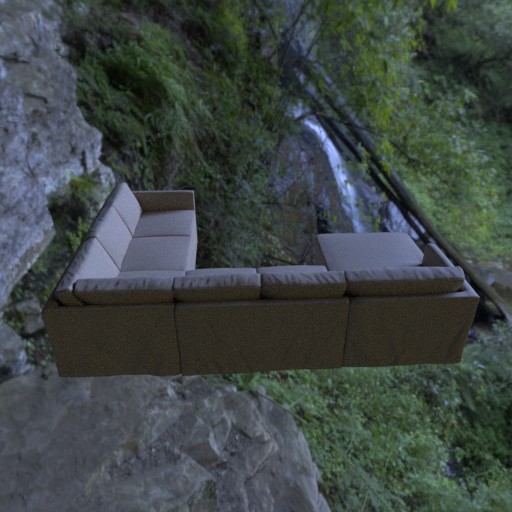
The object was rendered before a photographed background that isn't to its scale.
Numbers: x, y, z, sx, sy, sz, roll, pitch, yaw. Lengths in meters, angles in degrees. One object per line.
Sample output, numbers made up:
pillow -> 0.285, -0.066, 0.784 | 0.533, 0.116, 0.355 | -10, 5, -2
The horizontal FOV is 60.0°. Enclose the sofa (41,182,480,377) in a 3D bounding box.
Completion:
sofa -> 0.000, 0.000, 4.628 | 3.528, 0.878, 2.476 | -2, 31, -3
